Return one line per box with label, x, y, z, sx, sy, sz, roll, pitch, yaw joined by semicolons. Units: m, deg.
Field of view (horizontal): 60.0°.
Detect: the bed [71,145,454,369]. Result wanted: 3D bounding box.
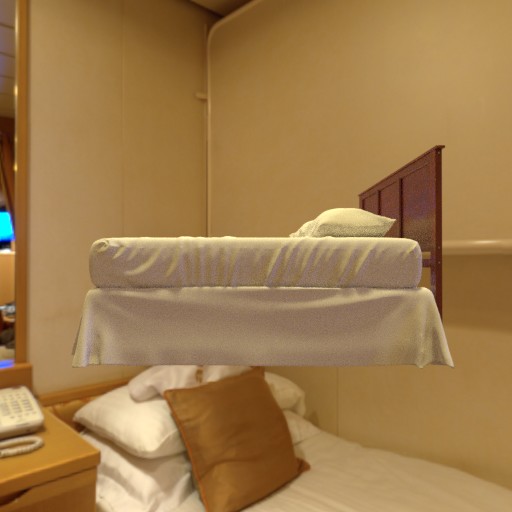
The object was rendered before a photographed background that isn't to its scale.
bed;0.000;0.000;3.535;2.219;1.271;2.314;0;0;0
